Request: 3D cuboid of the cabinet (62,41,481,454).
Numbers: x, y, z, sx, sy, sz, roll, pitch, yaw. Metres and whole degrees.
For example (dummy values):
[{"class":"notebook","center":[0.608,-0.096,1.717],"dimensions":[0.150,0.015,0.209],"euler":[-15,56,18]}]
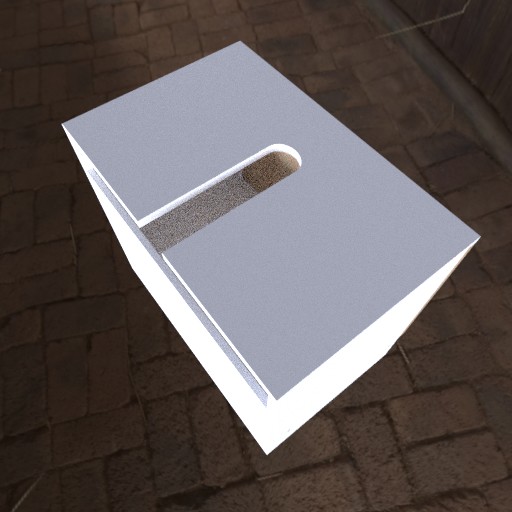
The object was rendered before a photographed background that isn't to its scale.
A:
[{"class":"cabinet","center":[0.000,0.000,0.944],"dimensions":[0.400,0.522,0.600],"euler":[-34,65,-18]}]
